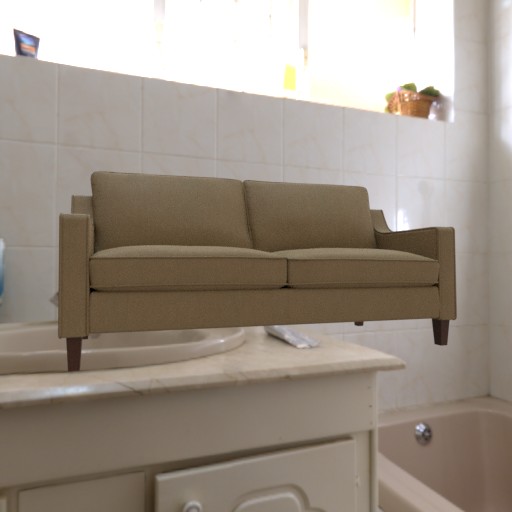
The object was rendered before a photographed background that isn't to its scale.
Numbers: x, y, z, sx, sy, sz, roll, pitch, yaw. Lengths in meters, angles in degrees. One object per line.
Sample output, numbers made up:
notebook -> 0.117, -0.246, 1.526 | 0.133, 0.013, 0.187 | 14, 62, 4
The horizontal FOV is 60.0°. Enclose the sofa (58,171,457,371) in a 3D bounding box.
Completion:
sofa -> 0.000, 0.000, 2.776 | 2.178, 1.071, 1.066 | 0, -1, -19
